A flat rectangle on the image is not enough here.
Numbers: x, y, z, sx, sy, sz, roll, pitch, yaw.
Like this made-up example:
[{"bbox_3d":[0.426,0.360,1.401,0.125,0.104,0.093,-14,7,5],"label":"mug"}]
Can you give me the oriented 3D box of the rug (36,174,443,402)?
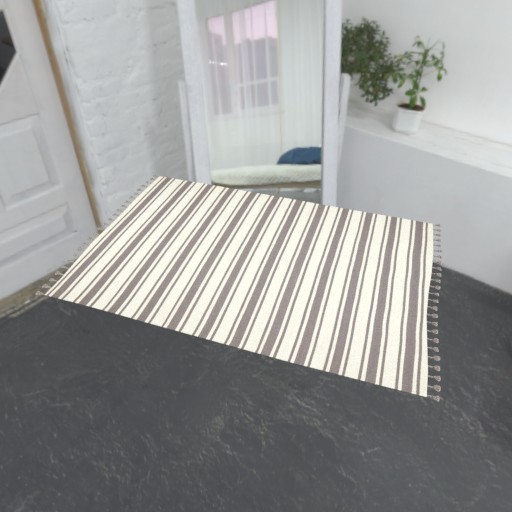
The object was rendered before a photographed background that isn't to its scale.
[{"bbox_3d":[0.000,0.000,3.034,2.425,0.014,1.563,12,41,14],"label":"rug"}]
